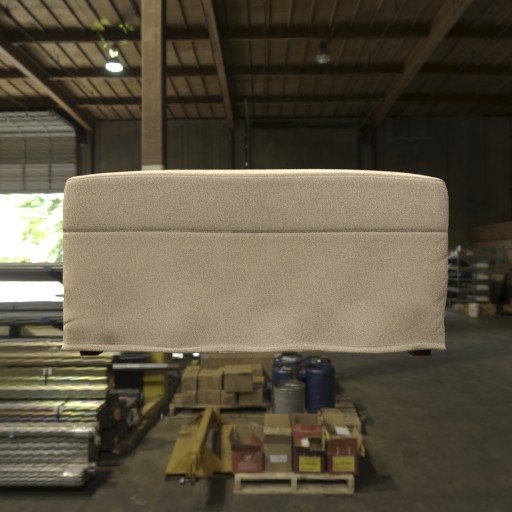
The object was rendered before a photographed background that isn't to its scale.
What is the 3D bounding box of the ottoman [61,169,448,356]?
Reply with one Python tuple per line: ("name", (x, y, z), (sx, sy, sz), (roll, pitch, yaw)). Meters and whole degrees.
("ottoman", (0.000, 0.000, 1.336), (0.842, 0.441, 0.843), (0, -1, 0))
